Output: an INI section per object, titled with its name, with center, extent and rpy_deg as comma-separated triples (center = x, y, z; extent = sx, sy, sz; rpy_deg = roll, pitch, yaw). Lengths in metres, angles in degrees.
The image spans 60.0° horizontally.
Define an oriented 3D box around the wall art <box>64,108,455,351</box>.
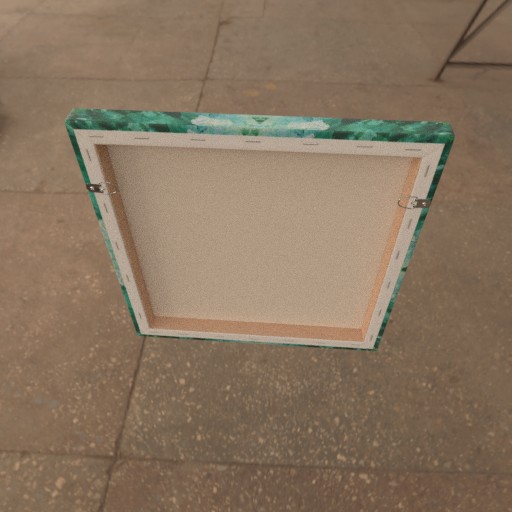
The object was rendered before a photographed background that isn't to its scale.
[wall art]
center = 0.000, 0.000, 0.763
extent = 0.507, 0.508, 0.038
rpy_deg = 3, 46, 3
